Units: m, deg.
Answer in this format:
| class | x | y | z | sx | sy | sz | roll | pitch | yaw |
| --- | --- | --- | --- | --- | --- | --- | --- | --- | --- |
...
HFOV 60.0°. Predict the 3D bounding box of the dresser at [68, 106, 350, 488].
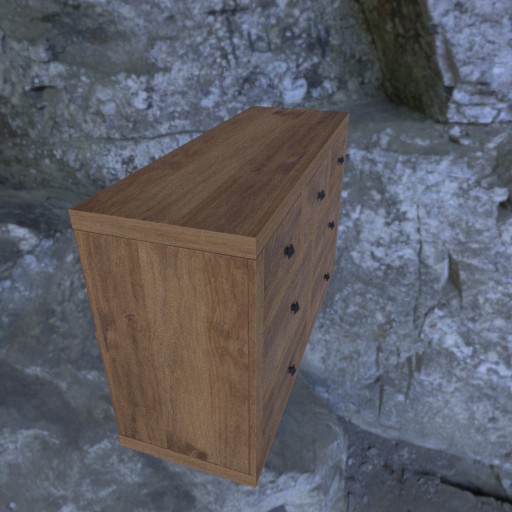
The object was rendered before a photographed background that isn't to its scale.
| class | x | y | z | sx | sy | sz | roll | pitch | yaw |
| --- | --- | --- | --- | --- | --- | --- | --- | --- | --- |
| dresser | 0.000 | 0.000 | 1.645 | 0.479 | 0.825 | 1.261 | 9 | 31 | 16 |
